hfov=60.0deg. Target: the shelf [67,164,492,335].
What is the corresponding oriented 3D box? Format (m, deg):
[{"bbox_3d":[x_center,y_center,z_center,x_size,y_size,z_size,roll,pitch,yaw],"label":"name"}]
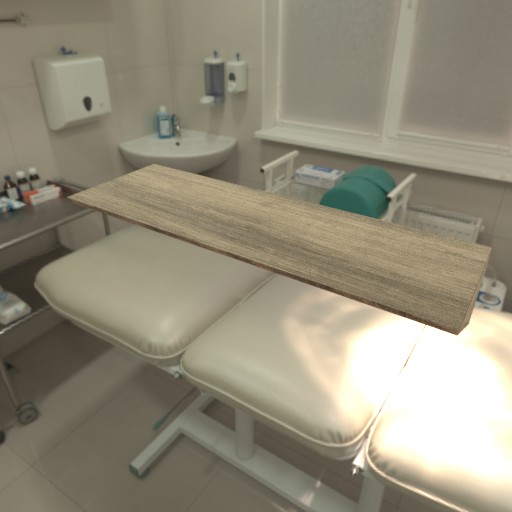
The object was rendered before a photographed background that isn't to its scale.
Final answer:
[{"bbox_3d":[0.000,0.000,0.684,0.610,0.125,0.200,18,35,28],"label":"shelf"}]
